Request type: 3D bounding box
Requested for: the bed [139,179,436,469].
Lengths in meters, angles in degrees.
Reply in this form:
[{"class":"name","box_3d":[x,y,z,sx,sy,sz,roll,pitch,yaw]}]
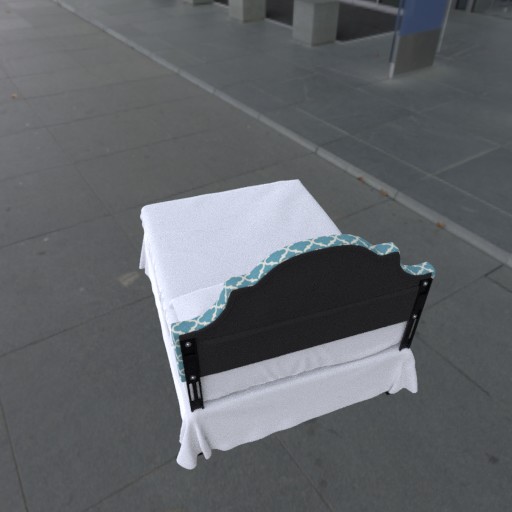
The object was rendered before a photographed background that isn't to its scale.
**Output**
[{"class":"bed","box_3d":[0.000,0.000,3.415,1.780,1.633,2.222,-12,41,-14]}]
